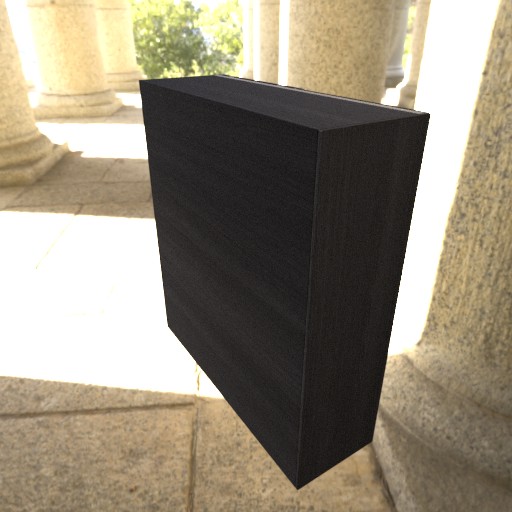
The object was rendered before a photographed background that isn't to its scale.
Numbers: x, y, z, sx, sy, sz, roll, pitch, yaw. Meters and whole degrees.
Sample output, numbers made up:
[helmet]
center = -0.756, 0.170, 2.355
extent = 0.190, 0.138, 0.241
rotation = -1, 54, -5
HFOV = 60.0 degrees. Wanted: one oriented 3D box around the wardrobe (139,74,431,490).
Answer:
[wardrobe]
center = 0.000, 0.000, 2.795
extent = 0.629, 1.960, 1.780
rotation = -17, 32, -29
